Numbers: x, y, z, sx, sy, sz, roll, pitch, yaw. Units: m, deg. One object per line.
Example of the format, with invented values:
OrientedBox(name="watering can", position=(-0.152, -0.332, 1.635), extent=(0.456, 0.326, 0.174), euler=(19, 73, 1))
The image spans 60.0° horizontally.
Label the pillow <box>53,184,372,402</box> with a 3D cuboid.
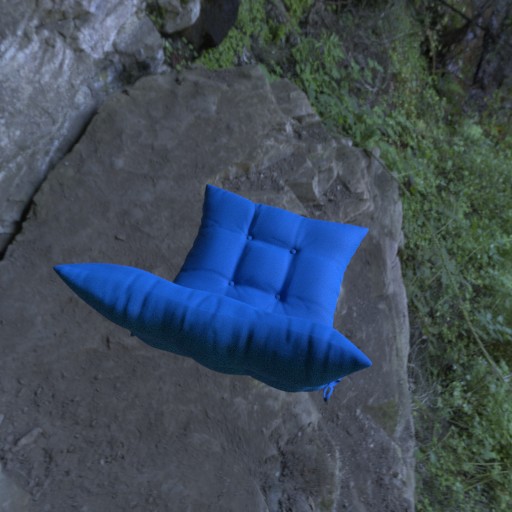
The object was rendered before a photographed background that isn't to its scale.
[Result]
OrientedBox(name="pillow", position=(0.000, 0.000, 0.996), extent=(0.541, 0.536, 0.585), euler=(16, 64, 8))
